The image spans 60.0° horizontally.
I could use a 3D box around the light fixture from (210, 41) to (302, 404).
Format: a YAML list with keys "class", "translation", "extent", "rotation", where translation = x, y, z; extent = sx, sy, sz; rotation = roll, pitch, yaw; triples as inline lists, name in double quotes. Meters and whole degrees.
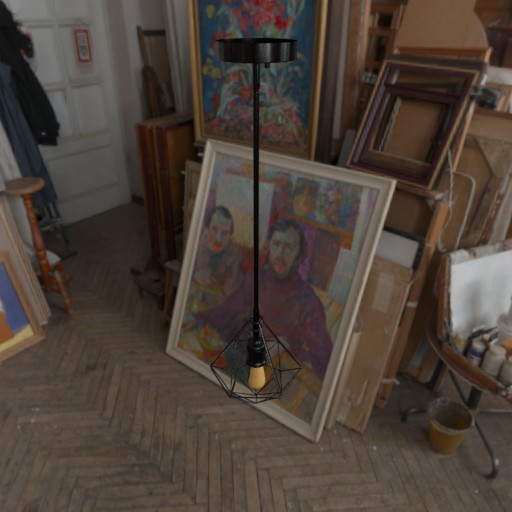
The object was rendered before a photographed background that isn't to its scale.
- class: "light fixture"
  translation: [0.000, 0.000, 2.013]
  extent: [0.487, 1.764, 0.431]
  rotation: [1, 30, 1]
